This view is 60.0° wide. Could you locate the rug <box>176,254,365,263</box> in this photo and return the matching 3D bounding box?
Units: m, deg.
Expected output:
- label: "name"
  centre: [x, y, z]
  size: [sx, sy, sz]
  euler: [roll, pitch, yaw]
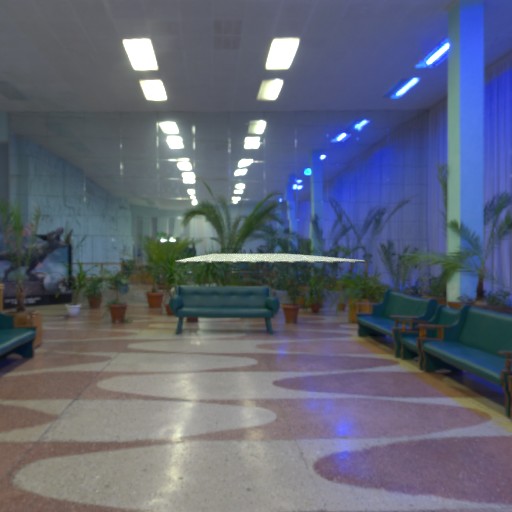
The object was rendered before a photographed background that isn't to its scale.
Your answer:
- label: "rug"
  centre: [0.000, 0.000, 2.549]
  size: [0.620, 0.008, 2.372]
  euler: [0, 1, -3]
